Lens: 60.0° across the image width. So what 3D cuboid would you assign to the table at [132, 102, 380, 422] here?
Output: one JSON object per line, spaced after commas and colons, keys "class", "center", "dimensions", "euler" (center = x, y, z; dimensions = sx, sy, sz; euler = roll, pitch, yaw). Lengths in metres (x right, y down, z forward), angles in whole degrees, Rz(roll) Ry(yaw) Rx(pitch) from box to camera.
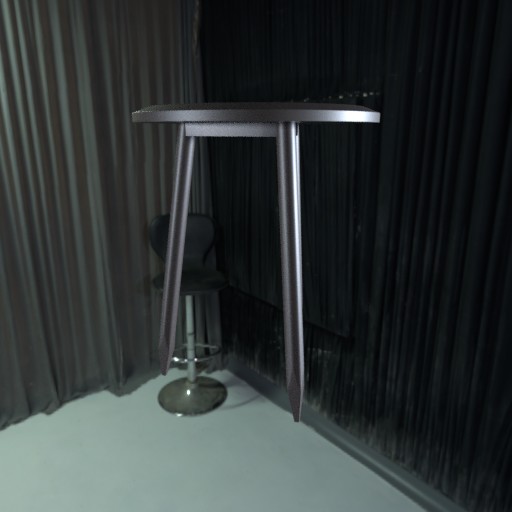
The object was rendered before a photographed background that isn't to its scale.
{"class": "table", "center": [0.000, 0.000, 0.925], "dimensions": [0.457, 0.585, 0.457], "euler": [0, 16, 0]}
